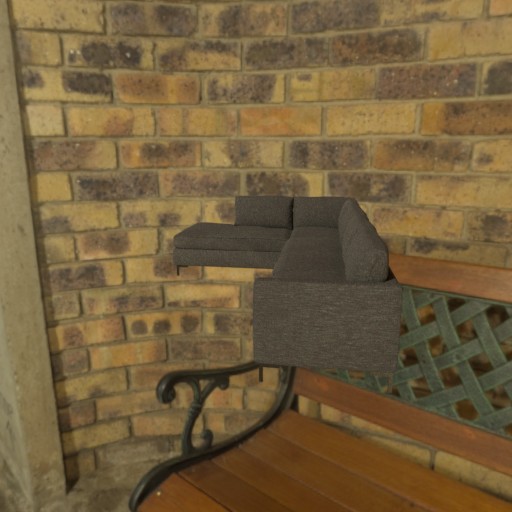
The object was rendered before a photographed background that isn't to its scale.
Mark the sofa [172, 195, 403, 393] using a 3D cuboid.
[{"bbox_3d":[0.000,0.000,3.883,2.007,0.815,2.949,2,13,8],"label":"sofa"}]
